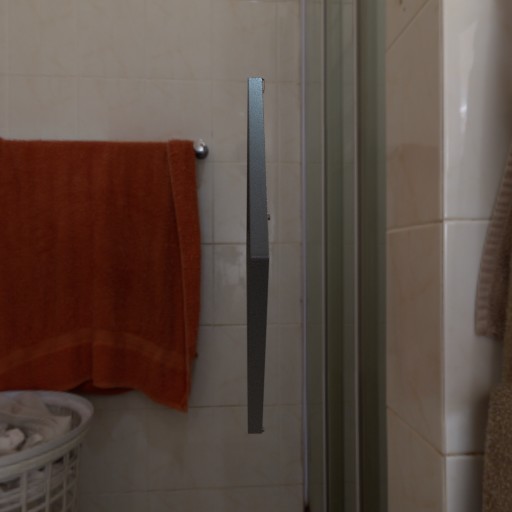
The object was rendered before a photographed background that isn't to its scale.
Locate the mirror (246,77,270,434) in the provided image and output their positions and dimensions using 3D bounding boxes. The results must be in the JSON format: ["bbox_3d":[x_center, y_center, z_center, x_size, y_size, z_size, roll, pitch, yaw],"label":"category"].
[{"bbox_3d":[0.000,0.000,0.846,0.032,0.679,0.419,0,0,-2],"label":"mirror"}]
